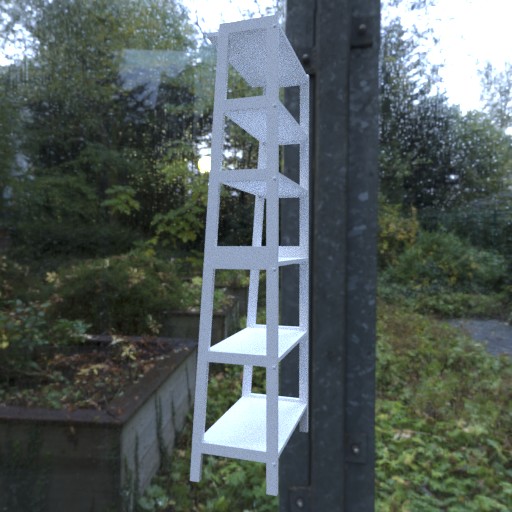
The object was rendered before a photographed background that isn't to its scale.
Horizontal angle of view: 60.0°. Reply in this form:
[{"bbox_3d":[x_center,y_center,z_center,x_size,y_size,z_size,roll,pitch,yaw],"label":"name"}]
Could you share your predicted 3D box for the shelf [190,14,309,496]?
[{"bbox_3d":[0.000,0.000,2.109,0.381,1.892,0.660,0,1,18],"label":"shelf"}]
